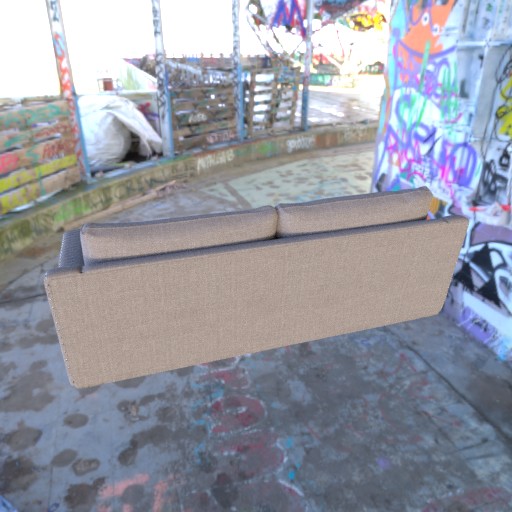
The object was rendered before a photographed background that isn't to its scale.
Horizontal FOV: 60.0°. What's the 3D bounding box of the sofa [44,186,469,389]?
[{"bbox_3d":[0.000,0.000,2.708,2.208,0.857,1.000,-8,26,-17],"label":"sofa"}]
